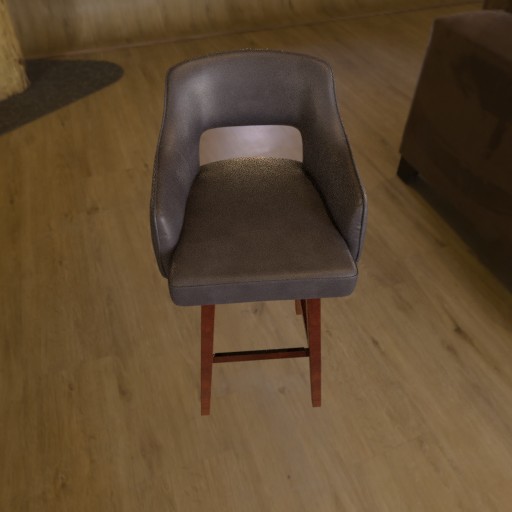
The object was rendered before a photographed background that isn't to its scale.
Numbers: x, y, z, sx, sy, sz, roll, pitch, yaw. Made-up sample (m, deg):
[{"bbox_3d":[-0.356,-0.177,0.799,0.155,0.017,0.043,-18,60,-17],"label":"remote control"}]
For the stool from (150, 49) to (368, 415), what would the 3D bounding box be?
[{"bbox_3d":[0.000,0.000,1.372,0.550,1.041,0.560,-3,45,-3],"label":"stool"}]
